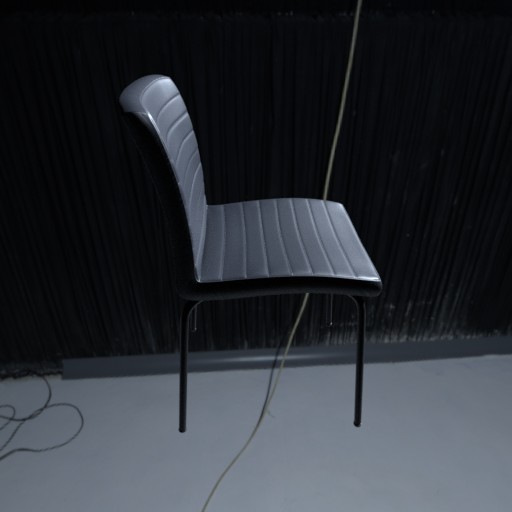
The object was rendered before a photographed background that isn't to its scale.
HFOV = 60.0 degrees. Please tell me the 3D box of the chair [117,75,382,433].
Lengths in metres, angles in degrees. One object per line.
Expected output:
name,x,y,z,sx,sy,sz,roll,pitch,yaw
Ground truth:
chair,0.000,0.000,1.191,0.572,0.872,0.450,-2,32,-2
